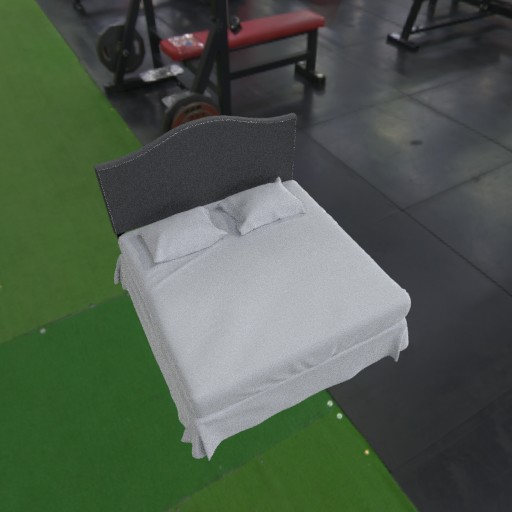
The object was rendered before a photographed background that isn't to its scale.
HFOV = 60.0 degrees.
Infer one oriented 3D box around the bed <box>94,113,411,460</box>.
[{"bbox_3d":[0.000,0.000,3.880,2.314,1.651,2.219,-21,49,-19],"label":"bed"}]
